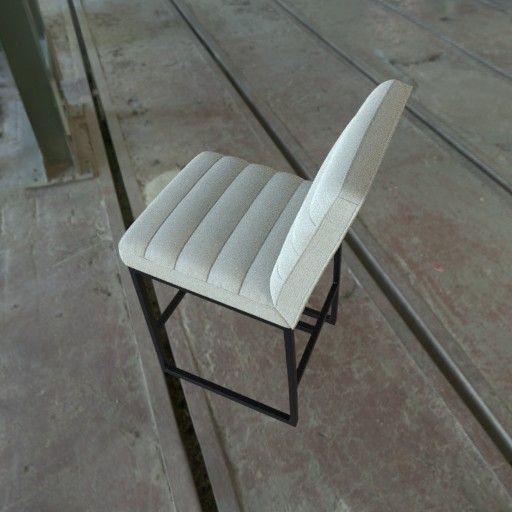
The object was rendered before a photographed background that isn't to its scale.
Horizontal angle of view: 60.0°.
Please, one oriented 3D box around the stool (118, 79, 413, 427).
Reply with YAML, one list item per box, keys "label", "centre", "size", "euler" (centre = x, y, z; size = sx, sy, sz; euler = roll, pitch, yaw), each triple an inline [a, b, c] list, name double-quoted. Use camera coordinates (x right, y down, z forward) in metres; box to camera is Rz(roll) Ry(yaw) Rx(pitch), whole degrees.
- label: "stool"
  centre: [0.000, 0.000, 1.240]
  size: [0.560, 0.940, 0.460]
  euler: [18, 49, 16]
